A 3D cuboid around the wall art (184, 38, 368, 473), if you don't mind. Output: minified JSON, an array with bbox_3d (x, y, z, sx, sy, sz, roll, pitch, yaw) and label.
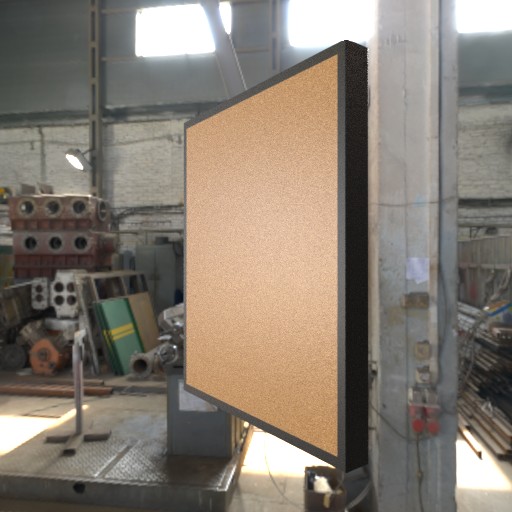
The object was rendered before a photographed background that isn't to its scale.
[{"bbox_3d":[0.000,0.000,0.503,0.030,0.369,0.294,0,0,-37],"label":"wall art"}]
